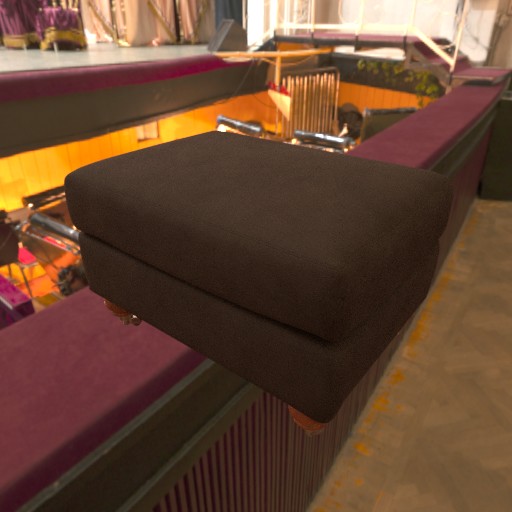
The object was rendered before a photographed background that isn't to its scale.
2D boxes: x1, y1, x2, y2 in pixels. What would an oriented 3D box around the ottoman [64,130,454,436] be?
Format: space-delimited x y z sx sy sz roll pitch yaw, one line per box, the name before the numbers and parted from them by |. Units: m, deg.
ottoman | 0.000 0.000 1.128 0.773 0.497 0.574 21 35 33
